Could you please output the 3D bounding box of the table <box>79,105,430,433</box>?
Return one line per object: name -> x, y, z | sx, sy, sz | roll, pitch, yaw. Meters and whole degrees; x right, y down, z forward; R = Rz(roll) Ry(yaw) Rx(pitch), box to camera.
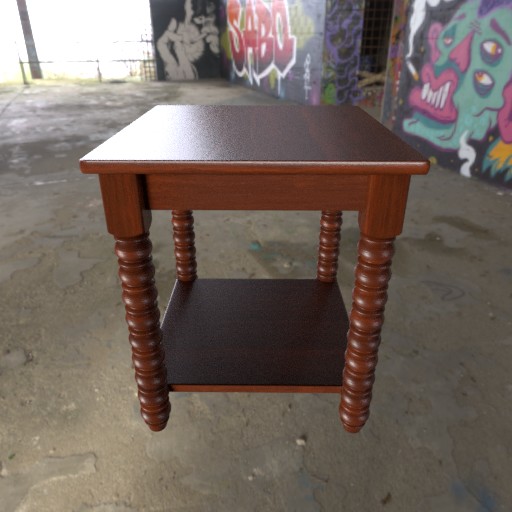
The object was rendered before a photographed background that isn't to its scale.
table -> 0.000, 0.000, 0.987 | 0.500, 0.567, 0.533 | 0, 27, 1
